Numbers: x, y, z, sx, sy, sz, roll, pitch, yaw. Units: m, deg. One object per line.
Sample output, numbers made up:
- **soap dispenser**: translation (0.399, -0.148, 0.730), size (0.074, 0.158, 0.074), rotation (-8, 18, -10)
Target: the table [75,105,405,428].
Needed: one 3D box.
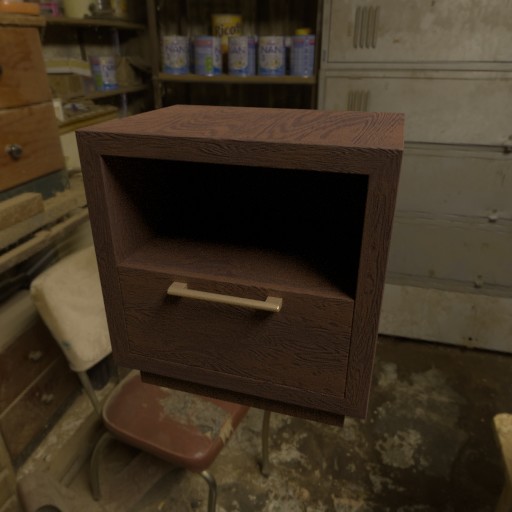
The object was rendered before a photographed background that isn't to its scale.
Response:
- **table**: translation (0.000, 0.000, 0.997), size (0.560, 0.585, 0.439), rotation (7, 26, 15)
